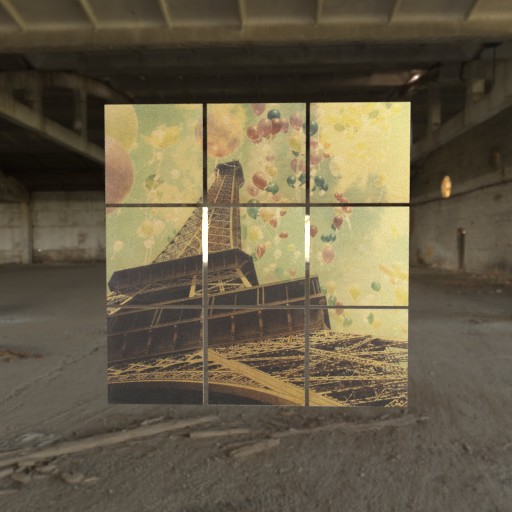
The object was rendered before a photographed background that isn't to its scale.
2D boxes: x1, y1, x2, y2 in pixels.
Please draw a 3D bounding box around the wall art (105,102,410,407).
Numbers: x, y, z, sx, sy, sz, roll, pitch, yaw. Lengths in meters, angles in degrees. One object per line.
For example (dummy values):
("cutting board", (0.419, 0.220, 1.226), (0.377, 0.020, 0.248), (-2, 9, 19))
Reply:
("wall art", (0.000, 0.000, 1.792), (1.219, 1.218, 0.013), (0, 2, 2))
